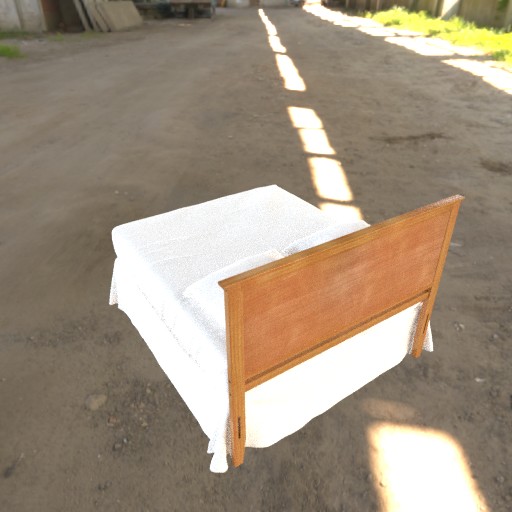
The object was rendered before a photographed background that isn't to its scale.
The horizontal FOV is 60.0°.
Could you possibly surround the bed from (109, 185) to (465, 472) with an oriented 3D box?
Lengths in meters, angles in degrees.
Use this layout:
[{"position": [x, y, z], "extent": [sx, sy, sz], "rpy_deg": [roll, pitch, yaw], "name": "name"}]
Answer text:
[{"position": [0.000, 0.000, 3.268], "extent": [1.870, 1.273, 2.035], "rpy_deg": [-19, 36, -28], "name": "bed"}]
